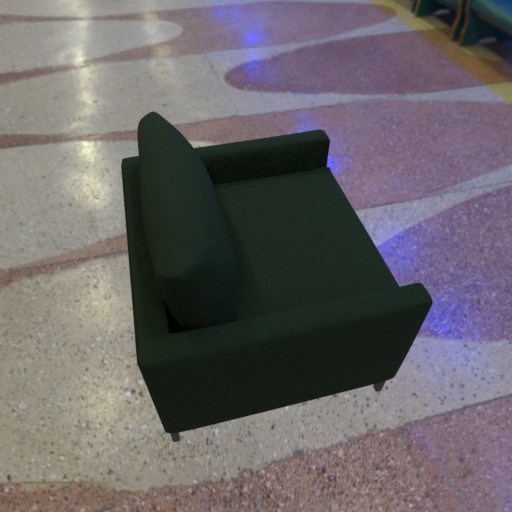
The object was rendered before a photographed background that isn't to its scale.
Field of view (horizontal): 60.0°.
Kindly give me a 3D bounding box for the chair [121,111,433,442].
[{"bbox_3d":[0.000,0.000,1.647,0.866,0.861,0.963,-11,49,-9],"label":"chair"}]
